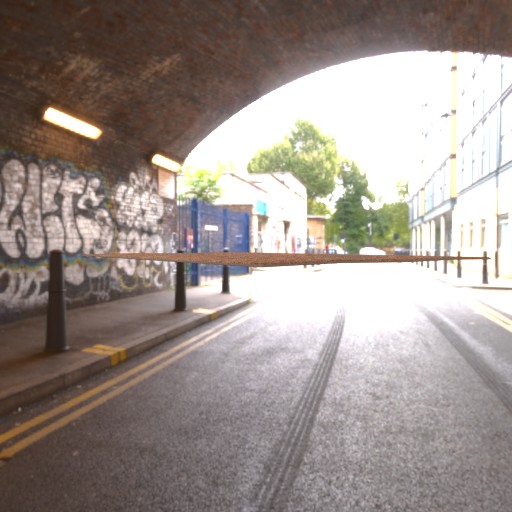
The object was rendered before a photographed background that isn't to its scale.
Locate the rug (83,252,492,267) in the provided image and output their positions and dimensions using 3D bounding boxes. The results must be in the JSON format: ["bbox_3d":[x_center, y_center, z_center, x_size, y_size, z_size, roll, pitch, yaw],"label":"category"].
[{"bbox_3d":[0.000,0.000,3.719,2.043,0.026,2.901,-1,2,-36],"label":"rug"}]
